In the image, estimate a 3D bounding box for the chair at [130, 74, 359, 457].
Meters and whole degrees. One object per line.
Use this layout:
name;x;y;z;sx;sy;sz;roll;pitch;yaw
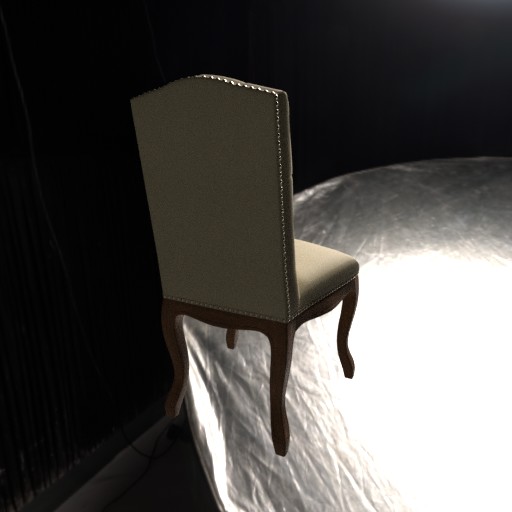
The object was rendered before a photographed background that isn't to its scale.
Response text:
chair;0.000;0.000;1.609;0.623;1.165;0.715;8;18;26
